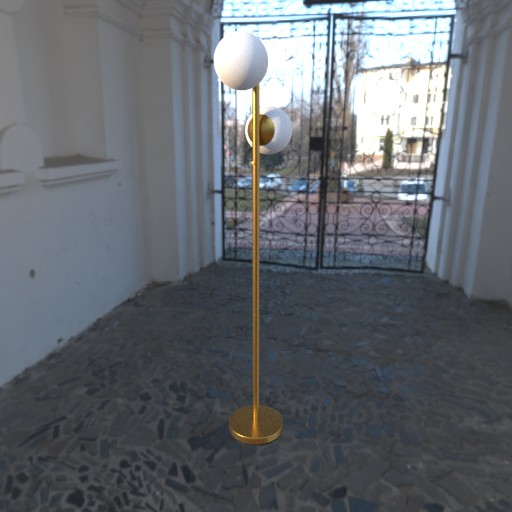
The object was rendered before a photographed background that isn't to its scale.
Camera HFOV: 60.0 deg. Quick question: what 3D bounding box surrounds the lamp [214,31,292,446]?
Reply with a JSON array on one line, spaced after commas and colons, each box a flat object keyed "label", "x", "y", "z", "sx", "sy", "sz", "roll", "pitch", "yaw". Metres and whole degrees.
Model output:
[{"label": "lamp", "x": 0.000, "y": 0.000, "z": 1.825, "sx": 0.249, "sy": 1.641, "sz": 0.419, "roll": 7, "pitch": 17, "yaw": 26}]
